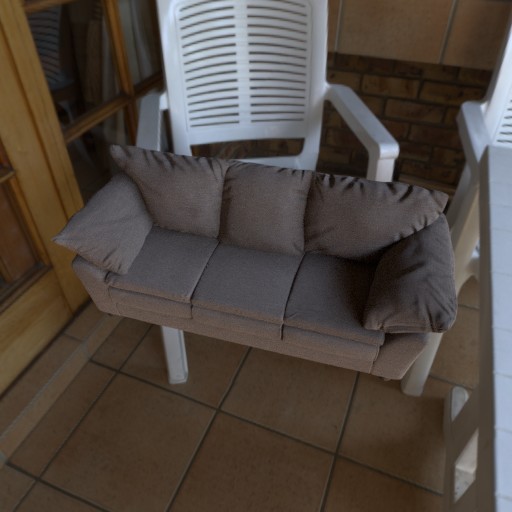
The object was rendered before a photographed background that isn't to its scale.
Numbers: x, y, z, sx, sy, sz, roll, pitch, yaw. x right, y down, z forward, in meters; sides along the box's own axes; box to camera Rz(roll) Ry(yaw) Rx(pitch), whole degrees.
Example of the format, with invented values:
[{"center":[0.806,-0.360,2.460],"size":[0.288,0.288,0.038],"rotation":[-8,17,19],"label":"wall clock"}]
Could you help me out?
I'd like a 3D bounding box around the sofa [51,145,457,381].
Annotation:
[{"center":[0.000,0.000,2.912],"size":[2.390,1.043,0.927],"rotation":[11,42,12],"label":"sofa"}]
